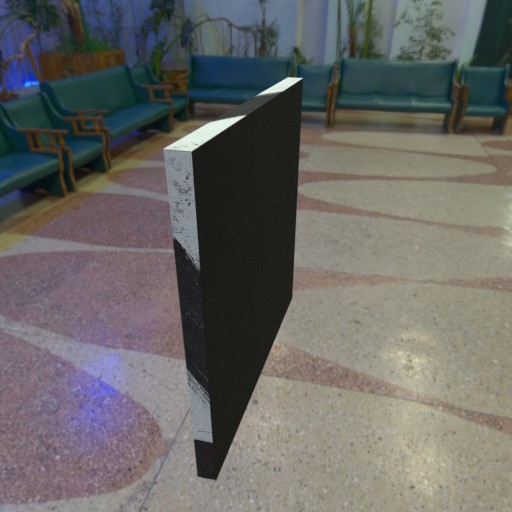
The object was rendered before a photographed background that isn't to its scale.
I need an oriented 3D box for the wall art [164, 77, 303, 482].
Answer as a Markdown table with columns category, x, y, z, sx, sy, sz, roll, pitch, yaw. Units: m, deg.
| category | x | y | z | sx | sy | sz | roll | pitch | yaw |
| --- | --- | --- | --- | --- | --- | --- | --- | --- | --- |
| wall art | 0.000 | 0.000 | 1.145 | 0.046 | 0.765 | 0.765 | 9 | 31 | 15 |
